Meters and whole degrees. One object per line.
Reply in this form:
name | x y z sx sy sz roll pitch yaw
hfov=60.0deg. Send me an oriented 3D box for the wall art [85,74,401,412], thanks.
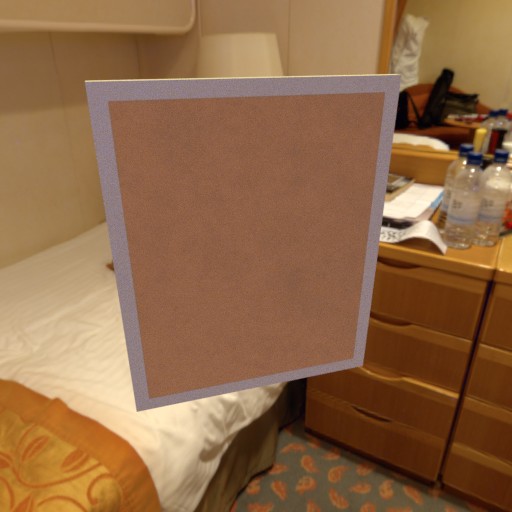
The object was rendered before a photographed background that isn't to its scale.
wall art | 0.000 0.000 1.084 0.661 0.811 0.026 -7 27 -14
